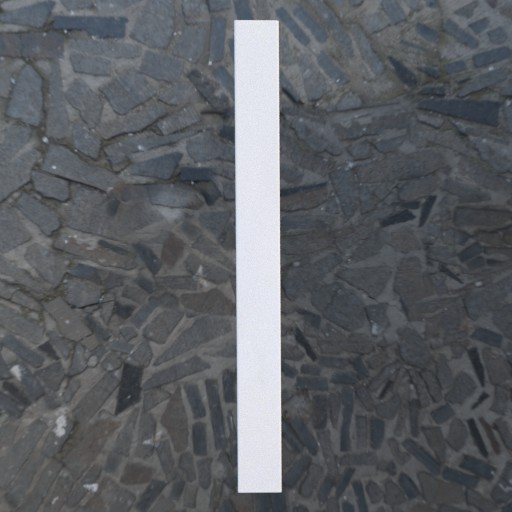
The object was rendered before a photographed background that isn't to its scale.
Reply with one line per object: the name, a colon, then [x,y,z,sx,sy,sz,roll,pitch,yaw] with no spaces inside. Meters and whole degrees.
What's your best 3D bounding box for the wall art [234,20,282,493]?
wall art: [0.000,0.000,0.487,0.039,0.254,0.384,0,91,-1]
